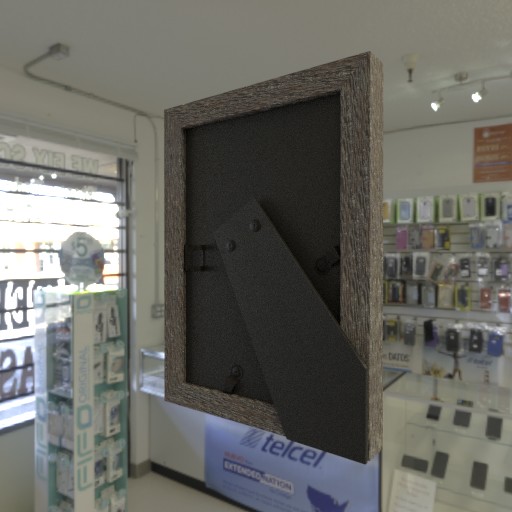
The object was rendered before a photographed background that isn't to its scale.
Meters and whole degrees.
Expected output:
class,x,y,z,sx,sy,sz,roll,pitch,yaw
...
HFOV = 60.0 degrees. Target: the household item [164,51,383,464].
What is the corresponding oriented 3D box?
class,x,y,z,sx,sy,sz,roll,pitch,yaw
household item,0.000,0.000,0.239,0.133,0.180,0.020,0,0,37
